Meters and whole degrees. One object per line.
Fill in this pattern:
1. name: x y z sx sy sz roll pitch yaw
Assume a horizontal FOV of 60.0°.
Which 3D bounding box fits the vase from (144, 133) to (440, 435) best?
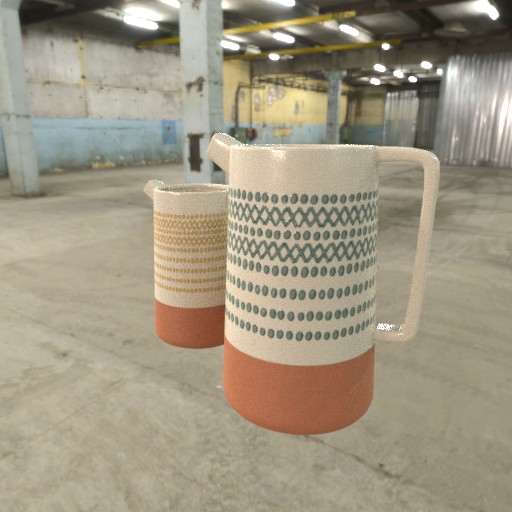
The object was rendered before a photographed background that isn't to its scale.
1. vase: 0.000 0.000 0.464 0.168 0.247 0.326 -8 17 -26
